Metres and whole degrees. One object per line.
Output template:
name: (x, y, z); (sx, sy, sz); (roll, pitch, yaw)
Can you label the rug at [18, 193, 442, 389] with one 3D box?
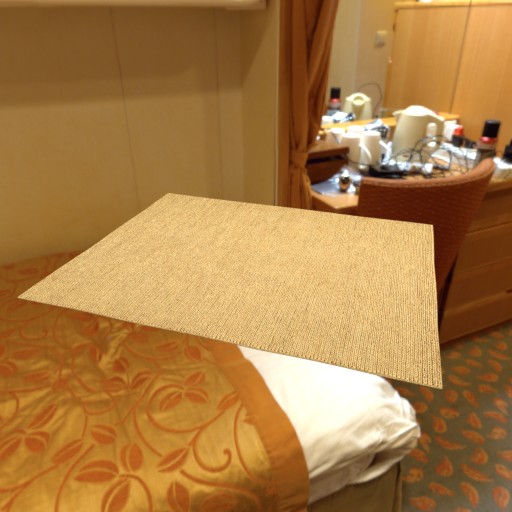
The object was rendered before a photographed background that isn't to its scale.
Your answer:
rug: (0.000, 0.000, 3.960); (3.034, 0.012, 2.406); (9, 29, 16)
